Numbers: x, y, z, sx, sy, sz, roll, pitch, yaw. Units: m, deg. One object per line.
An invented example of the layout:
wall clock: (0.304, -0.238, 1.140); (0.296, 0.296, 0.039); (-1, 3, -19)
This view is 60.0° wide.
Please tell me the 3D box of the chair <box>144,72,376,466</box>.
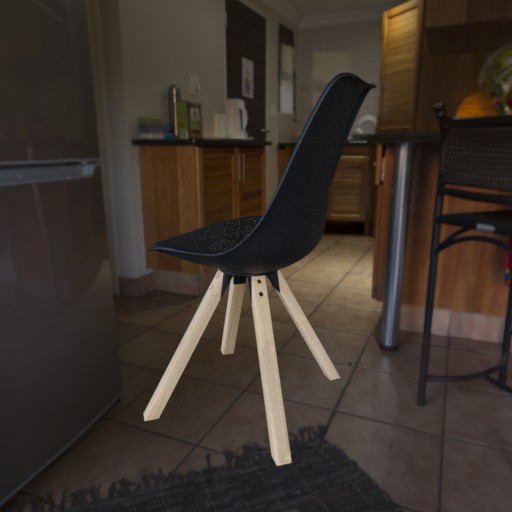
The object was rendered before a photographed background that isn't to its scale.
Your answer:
chair: (0.000, 0.000, 1.171); (0.549, 0.850, 0.485); (7, 16, 25)
